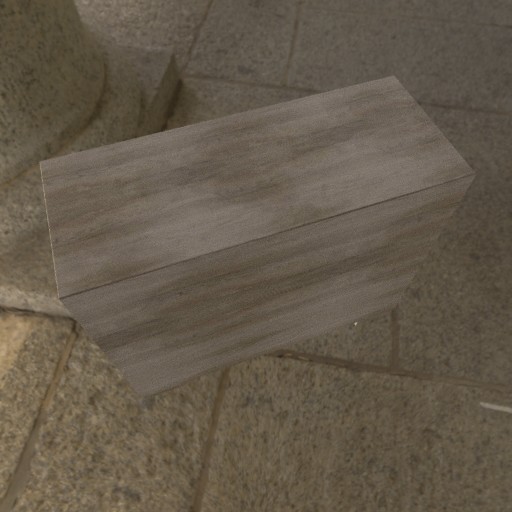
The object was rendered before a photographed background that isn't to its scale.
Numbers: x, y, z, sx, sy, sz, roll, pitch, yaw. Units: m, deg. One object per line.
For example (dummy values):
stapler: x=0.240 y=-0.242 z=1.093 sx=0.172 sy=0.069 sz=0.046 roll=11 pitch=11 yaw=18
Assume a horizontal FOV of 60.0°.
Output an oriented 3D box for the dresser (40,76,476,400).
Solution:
dresser: x=0.000 y=0.000 z=1.432 sx=0.994 sy=0.816 sz=0.404 roll=-17 pitch=59 yaw=-10
